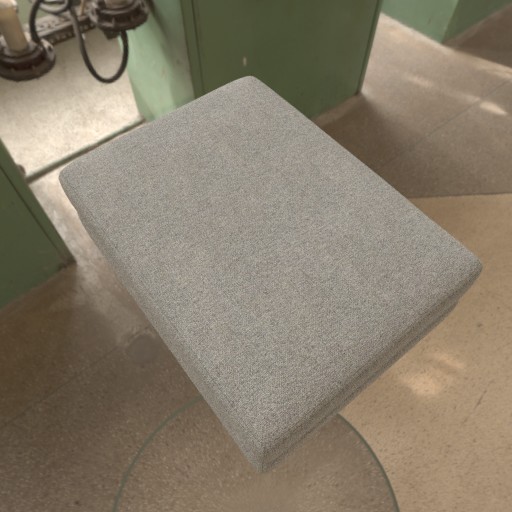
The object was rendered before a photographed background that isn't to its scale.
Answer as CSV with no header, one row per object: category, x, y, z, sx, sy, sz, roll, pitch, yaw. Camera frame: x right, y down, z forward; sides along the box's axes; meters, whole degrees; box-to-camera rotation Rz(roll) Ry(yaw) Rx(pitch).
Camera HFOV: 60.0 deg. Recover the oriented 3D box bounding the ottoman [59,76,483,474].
ottoman,0.000,0.000,1.140,0.611,0.441,0.821,-34,64,-19
